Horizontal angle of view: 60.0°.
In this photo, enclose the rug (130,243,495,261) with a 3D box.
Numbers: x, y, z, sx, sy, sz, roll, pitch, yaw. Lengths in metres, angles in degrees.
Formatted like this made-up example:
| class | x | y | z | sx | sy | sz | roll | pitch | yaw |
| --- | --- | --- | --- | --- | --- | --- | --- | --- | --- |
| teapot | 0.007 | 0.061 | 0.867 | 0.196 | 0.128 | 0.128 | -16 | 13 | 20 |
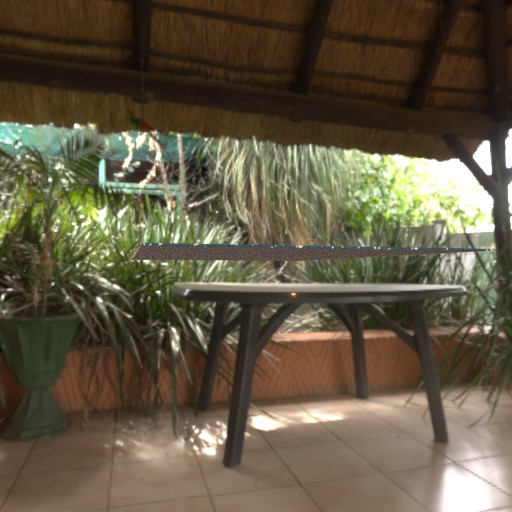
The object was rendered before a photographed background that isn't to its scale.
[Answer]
| class | x | y | z | sx | sy | sz | roll | pitch | yaw |
| --- | --- | --- | --- | --- | --- | --- | --- | --- | --- |
| rug | 0.000 | 0.000 | 2.270 | 1.220 | 0.007 | 1.828 | 1 | -2 | -17 |
